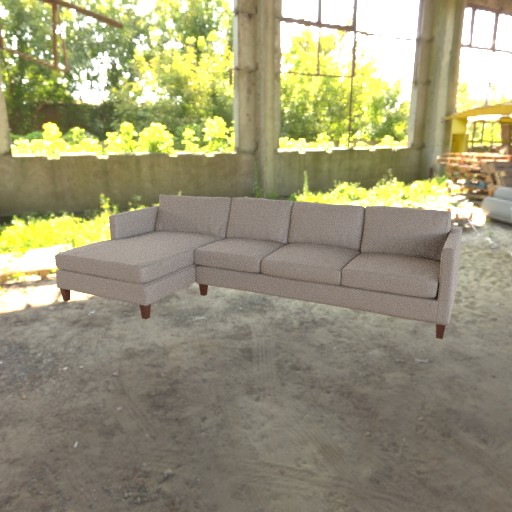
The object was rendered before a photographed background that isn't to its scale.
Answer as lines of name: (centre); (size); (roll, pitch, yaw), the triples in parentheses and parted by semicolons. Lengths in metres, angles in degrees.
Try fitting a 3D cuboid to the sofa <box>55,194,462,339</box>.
sofa: (0.000, 0.000, 3.864); (3.186, 0.846, 1.625); (7, 16, 26)
